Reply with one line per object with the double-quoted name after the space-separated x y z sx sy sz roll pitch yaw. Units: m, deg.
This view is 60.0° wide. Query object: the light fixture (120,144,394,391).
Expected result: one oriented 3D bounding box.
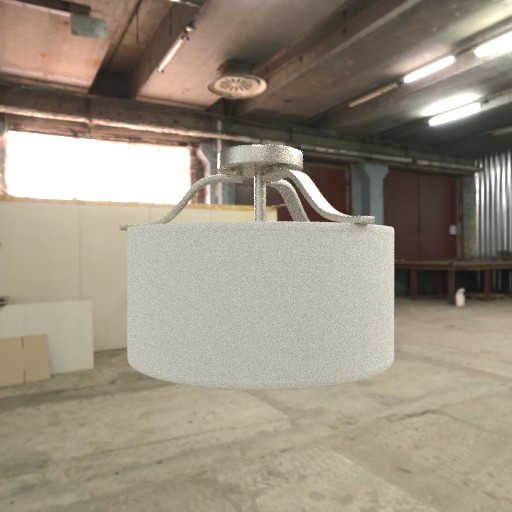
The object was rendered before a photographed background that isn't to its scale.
0.000 0.000 0.663 0.395 0.304 0.395 0 0 0 "light fixture"
